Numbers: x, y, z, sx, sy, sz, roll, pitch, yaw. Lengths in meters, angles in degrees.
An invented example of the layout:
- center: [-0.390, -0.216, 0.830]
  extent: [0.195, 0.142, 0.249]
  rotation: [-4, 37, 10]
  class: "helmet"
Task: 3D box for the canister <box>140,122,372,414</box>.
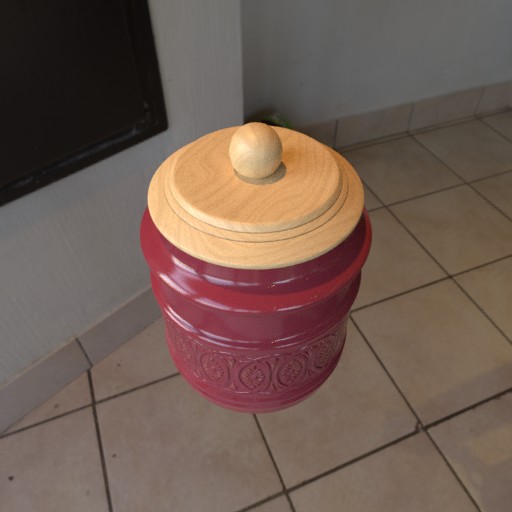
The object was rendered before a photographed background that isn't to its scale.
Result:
- center: [0.000, 0.000, 0.272]
  extent: [0.130, 0.176, 0.130]
  rotation: [0, 47, 0]
  class: "canister"
